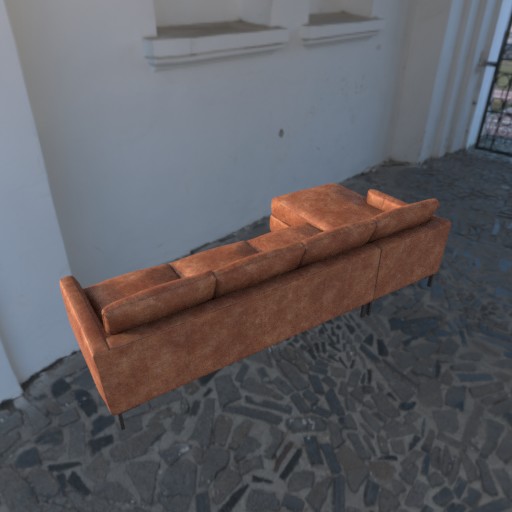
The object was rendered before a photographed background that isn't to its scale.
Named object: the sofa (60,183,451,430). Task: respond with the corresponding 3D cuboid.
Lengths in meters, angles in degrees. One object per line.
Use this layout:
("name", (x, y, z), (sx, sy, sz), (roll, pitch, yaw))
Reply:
("sofa", (0.000, 0.000, 3.675), (2.993, 0.859, 1.471), (-18, 35, -27))
